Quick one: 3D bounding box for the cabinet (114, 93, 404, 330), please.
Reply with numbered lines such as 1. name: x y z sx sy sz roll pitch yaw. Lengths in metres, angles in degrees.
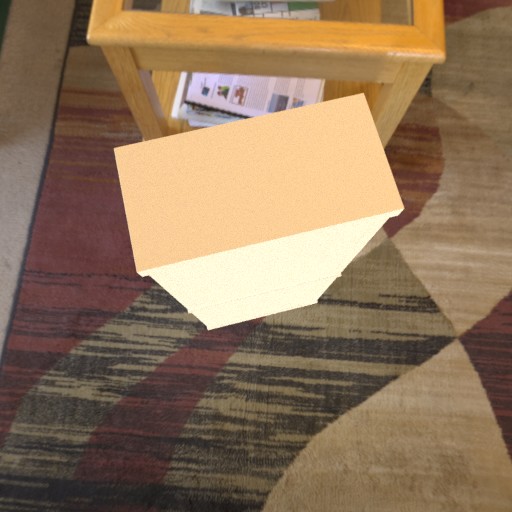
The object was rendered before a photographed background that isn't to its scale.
1. cabinet: 0.000 0.000 2.141 0.754 1.829 0.390 -14 76 -3
